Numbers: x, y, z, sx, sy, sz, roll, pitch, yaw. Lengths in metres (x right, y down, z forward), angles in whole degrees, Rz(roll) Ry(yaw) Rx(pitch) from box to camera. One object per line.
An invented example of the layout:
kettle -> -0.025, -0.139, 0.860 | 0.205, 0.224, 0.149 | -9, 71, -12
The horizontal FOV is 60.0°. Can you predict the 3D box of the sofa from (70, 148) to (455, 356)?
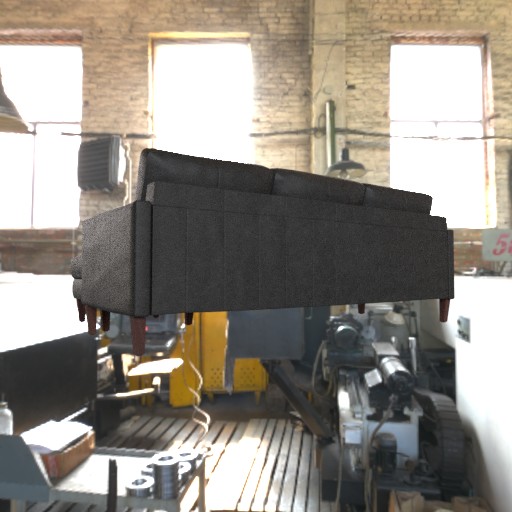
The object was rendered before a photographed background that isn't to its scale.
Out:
sofa -> 0.000, 0.000, 2.926 | 2.178, 0.876, 1.497 | 1, -3, -34
